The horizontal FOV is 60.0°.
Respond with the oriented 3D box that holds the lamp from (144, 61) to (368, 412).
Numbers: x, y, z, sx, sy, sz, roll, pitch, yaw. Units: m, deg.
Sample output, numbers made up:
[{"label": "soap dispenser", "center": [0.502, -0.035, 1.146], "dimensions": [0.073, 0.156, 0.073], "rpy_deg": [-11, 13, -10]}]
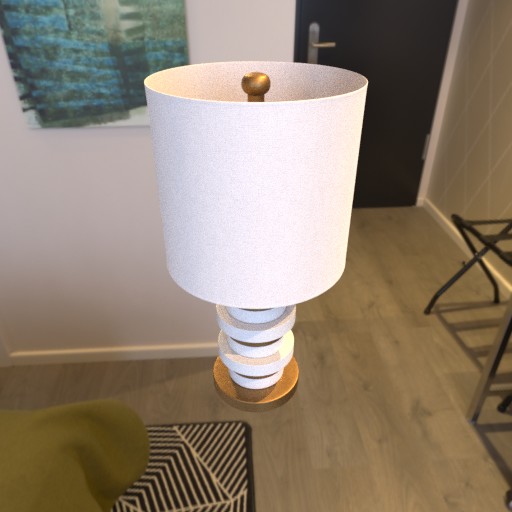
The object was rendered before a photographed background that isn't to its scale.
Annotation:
[{"label": "lamp", "center": [0.000, 0.000, 0.529], "dimensions": [0.210, 0.410, 0.210], "rpy_deg": [-20, 37, -29]}]
